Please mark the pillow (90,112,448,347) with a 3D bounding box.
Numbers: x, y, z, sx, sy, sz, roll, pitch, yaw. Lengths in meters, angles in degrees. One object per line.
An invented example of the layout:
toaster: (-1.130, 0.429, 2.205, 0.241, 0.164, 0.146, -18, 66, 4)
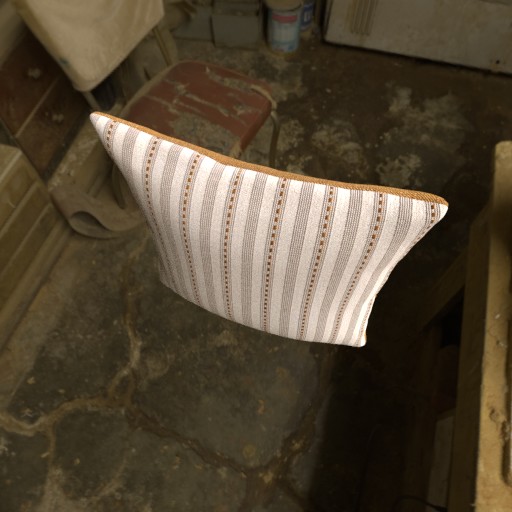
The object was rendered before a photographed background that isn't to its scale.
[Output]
pillow: (0.000, 0.000, 0.683, 0.432, 0.437, 0.147, 16, 61, 9)
